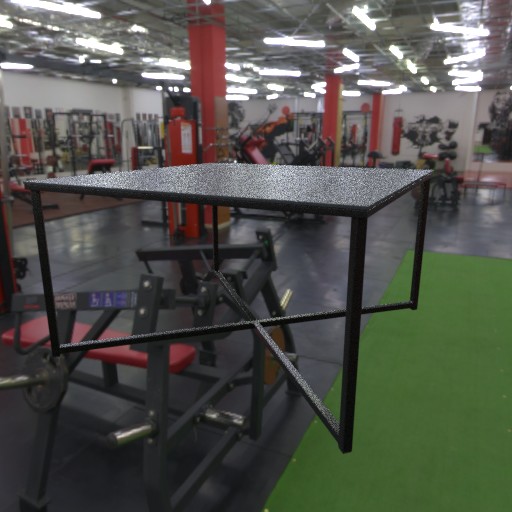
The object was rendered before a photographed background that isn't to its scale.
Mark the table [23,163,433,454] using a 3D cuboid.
[{"bbox_3d":[0.000,0.000,1.246,0.800,0.450,0.800,8,17,27],"label":"table"}]
